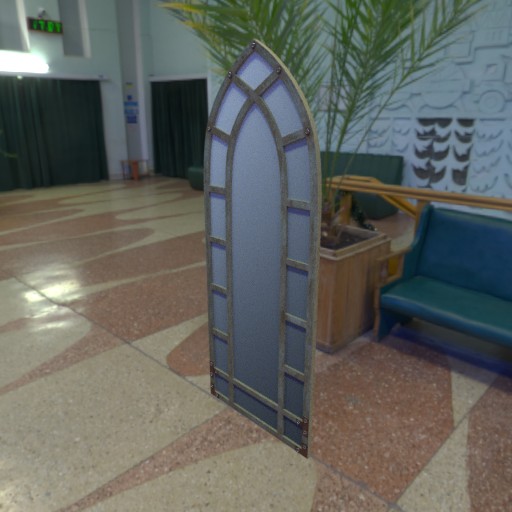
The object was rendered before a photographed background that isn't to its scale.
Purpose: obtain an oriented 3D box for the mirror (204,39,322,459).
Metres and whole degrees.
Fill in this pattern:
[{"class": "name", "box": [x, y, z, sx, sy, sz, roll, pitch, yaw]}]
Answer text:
[{"class": "mirror", "box": [0.000, 0.000, 1.324, 0.025, 1.175, 0.464, -16, 24, -42]}]
